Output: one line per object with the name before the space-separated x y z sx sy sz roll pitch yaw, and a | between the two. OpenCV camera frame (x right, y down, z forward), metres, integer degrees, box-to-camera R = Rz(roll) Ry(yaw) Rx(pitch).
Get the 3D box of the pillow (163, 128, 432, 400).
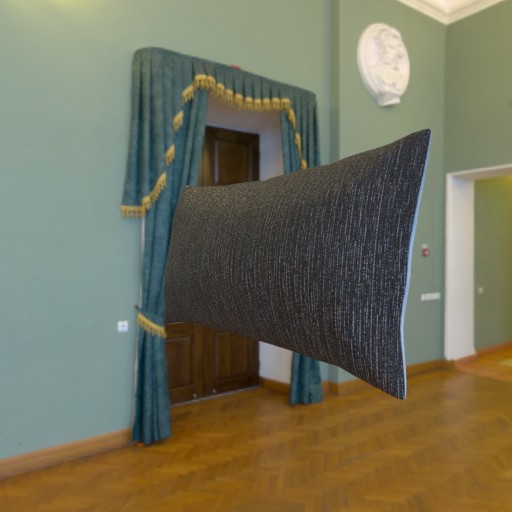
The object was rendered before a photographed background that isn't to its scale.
pillow | 0.000 0.000 0.739 0.156 0.305 0.608 -1 1 -37
